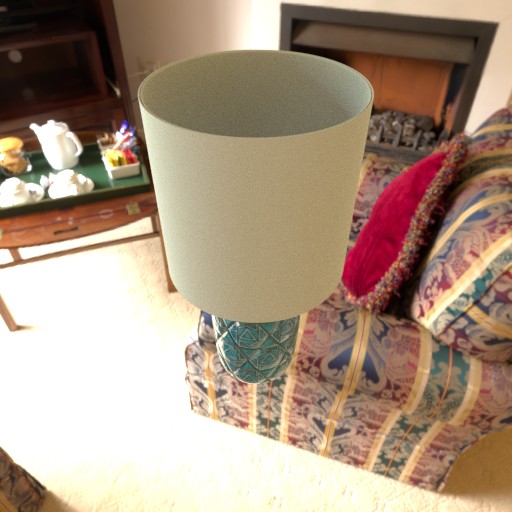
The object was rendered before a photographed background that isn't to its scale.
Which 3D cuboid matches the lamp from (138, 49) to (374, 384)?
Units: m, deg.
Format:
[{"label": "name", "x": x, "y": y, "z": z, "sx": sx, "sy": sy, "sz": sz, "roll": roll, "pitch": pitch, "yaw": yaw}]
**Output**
[{"label": "lamp", "x": 0.000, "y": 0.000, "z": 0.493, "sx": 0.193, "sy": 0.377, "sz": 0.193, "roll": -12, "pitch": 43, "yaw": -13}]
